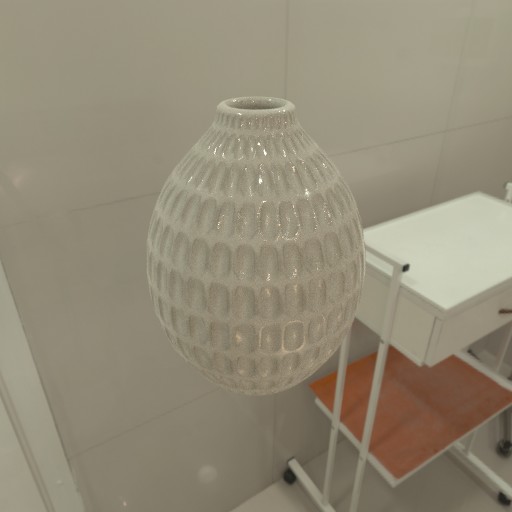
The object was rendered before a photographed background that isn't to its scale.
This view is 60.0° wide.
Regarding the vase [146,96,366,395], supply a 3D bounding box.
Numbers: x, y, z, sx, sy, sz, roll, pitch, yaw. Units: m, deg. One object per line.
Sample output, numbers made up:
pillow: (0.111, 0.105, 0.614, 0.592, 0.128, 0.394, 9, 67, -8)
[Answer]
vase: (0.000, 0.000, 0.335, 0.162, 0.223, 0.162, 0, 30, 0)
